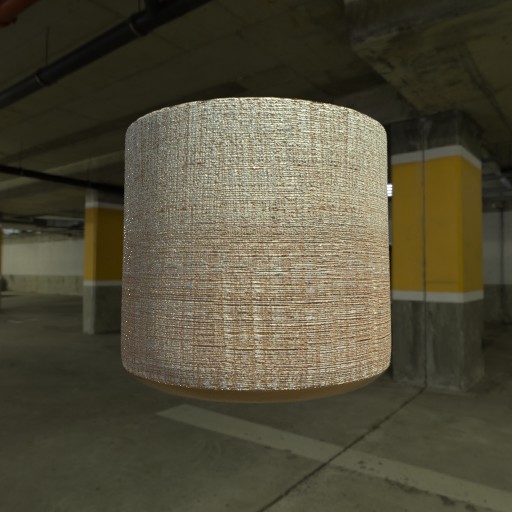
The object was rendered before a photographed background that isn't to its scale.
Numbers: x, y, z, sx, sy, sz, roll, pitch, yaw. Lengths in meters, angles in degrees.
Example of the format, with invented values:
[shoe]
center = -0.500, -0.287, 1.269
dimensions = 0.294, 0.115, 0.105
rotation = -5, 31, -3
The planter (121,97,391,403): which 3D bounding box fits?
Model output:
[planter]
center = 0.000, 0.000, 0.306
dimensions = 0.177, 0.157, 0.177
rotation = 0, -2, 0
